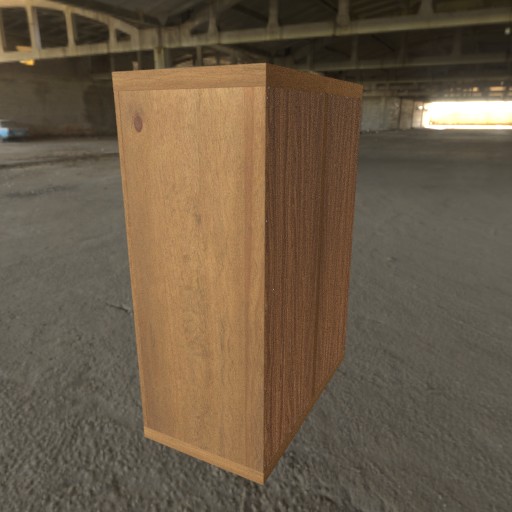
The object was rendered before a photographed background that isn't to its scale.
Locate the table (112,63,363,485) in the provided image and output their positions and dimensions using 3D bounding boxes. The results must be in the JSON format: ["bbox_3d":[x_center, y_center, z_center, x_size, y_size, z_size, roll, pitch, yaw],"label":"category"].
[{"bbox_3d":[0.000,0.000,1.748,0.524,1.294,0.901,9,20,26],"label":"table"}]
